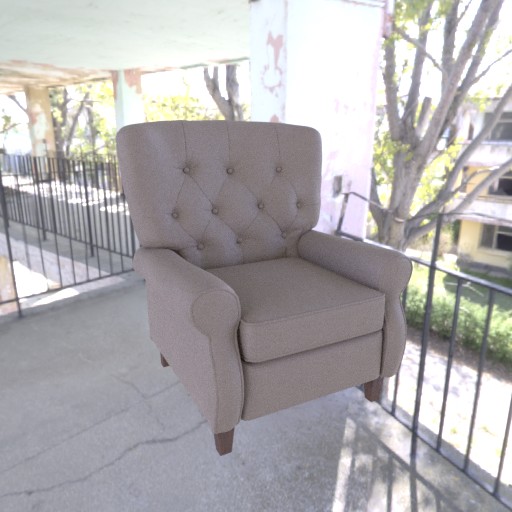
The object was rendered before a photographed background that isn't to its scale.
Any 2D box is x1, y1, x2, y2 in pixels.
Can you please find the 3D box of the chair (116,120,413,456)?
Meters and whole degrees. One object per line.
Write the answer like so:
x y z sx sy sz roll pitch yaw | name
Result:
0.000 0.000 1.907 0.999 1.138 1.041 -8 17 -27 | chair
